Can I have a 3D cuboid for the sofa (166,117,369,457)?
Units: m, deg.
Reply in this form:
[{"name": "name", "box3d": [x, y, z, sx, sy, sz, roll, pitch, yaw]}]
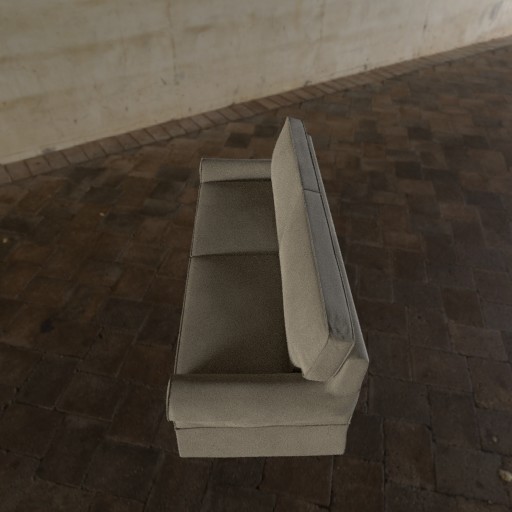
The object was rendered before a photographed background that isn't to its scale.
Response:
[{"name": "sofa", "box3d": [0.000, 0.000, 2.818, 0.900, 1.014, 2.246, -1, 41, -1]}]
